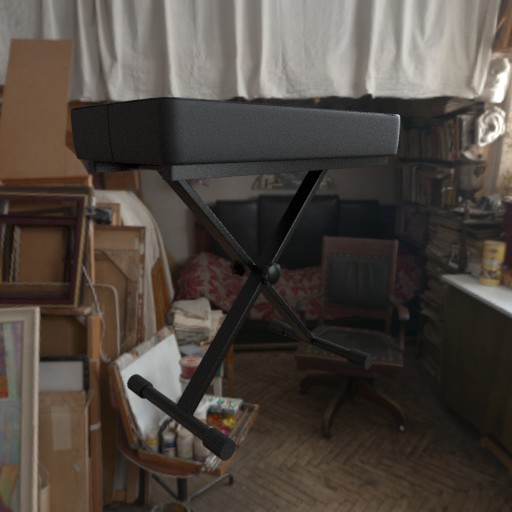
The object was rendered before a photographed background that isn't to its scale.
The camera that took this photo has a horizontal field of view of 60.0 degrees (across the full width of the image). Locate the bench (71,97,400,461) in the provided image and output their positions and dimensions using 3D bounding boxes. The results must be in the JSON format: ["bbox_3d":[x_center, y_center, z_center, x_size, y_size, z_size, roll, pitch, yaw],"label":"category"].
[{"bbox_3d":[0.000,0.000,0.908,0.600,0.561,0.300,-14,20,-43],"label":"bench"}]
